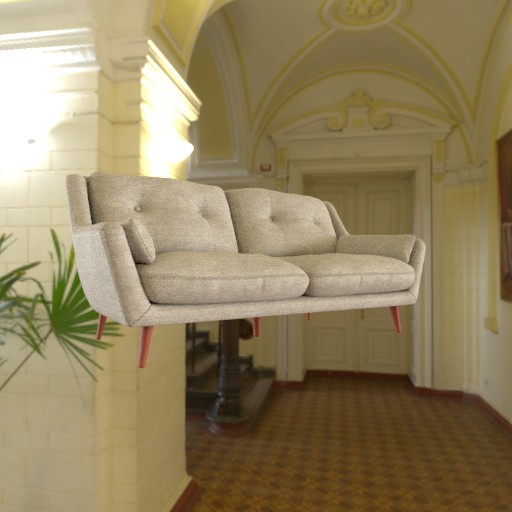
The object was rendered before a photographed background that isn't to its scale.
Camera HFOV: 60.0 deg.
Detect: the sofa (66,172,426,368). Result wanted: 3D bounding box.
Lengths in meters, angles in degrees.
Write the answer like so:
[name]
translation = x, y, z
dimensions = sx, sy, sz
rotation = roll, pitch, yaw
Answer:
[sofa]
translation = 0.000, 0.000, 2.481
dimensions = 1.930, 0.897, 0.976
rotation = 1, -1, -35
